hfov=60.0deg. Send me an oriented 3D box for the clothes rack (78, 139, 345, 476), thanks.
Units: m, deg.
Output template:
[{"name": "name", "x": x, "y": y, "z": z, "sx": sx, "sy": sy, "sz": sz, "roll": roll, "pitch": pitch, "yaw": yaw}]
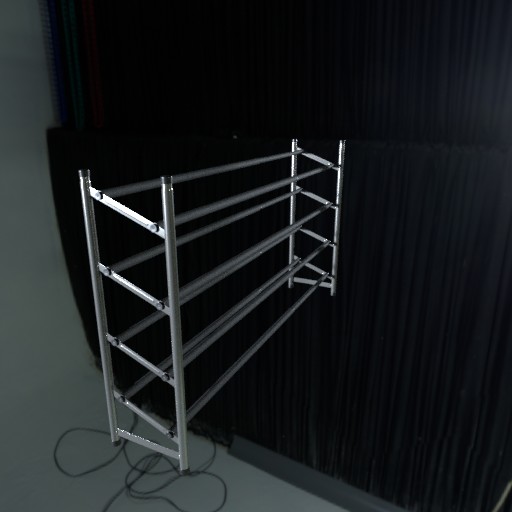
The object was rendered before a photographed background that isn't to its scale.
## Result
[{"name": "clothes rack", "x": 0.000, "y": 0.000, "z": 1.438, "sx": 0.229, "sy": 0.672, "sz": 1.168, "roll": 9, "pitch": 20, "yaw": 25}]
